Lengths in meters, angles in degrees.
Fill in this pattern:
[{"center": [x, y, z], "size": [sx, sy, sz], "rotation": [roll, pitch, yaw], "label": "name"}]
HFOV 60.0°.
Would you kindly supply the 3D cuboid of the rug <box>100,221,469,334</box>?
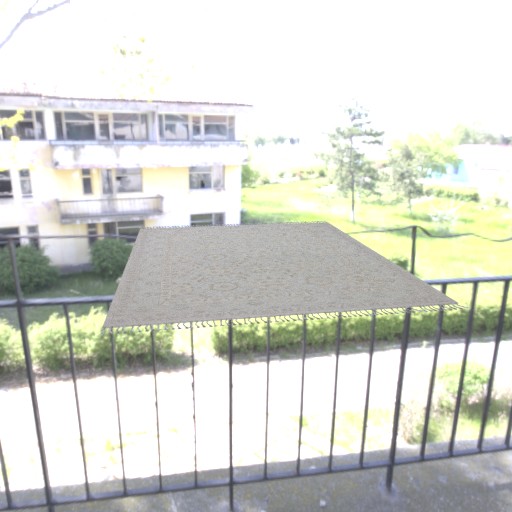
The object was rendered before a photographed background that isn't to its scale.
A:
[{"center": [0.000, 0.000, 4.245], "size": [2.444, 0.013, 3.043], "rotation": [-3, 16, -9], "label": "rug"}]
